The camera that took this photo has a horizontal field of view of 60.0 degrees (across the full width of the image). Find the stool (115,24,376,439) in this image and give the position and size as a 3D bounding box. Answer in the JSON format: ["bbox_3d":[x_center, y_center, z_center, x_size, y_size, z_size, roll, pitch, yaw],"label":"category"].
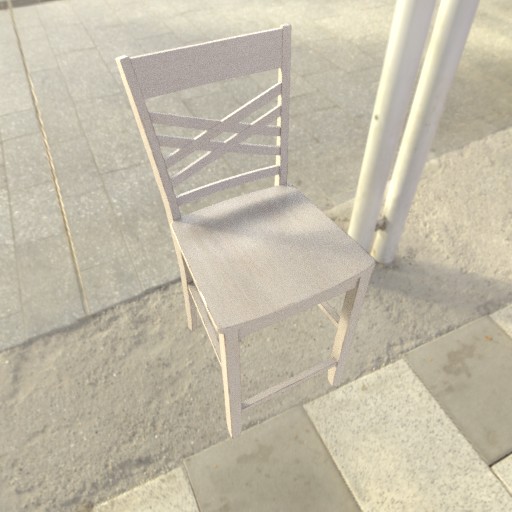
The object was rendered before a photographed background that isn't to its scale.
[{"bbox_3d":[0.000,0.000,1.322,0.462,1.079,0.539,-21,50,-19],"label":"stool"}]
